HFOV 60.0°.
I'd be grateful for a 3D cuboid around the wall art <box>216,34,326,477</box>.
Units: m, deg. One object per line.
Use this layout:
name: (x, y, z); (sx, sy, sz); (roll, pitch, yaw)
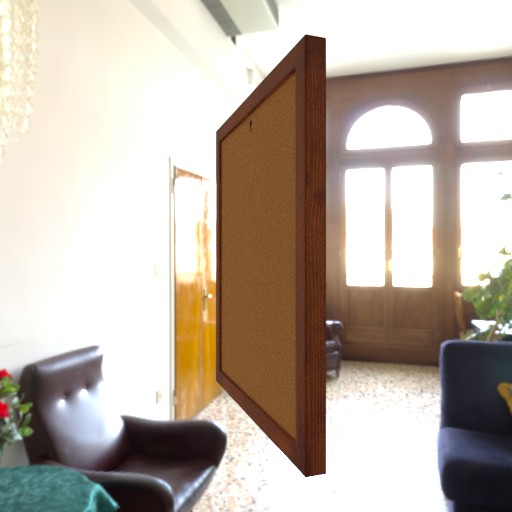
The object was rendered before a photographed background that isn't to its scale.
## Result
wall art: (0.000, 0.000, 0.779); (0.030, 0.558, 0.462); (0, 0, -19)
